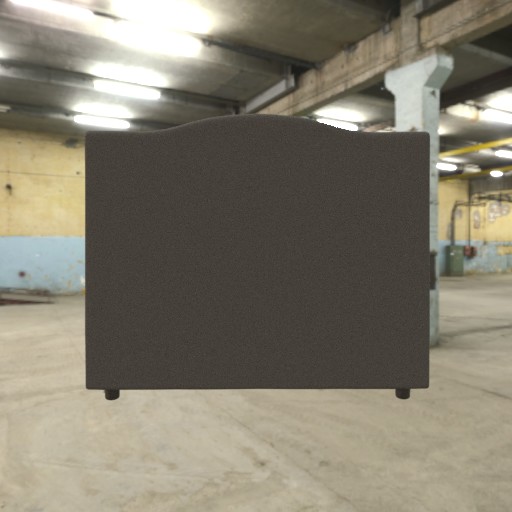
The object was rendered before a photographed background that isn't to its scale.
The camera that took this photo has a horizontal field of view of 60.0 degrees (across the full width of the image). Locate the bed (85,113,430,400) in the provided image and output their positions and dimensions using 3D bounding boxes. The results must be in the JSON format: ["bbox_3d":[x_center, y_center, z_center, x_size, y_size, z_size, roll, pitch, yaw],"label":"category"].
[{"bbox_3d":[0.000,0.000,3.120,1.666,1.387,2.036,0,0,-1],"label":"bed"}]
